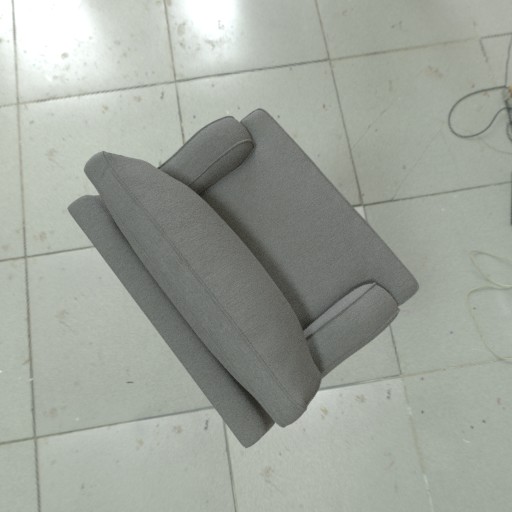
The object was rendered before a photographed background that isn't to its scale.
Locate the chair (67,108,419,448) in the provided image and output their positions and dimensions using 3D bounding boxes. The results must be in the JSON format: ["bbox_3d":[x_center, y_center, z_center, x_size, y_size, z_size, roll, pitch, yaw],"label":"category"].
[{"bbox_3d":[0.000,0.000,2.058,1.041,1.016,1.220,-38,80,-8],"label":"chair"}]
